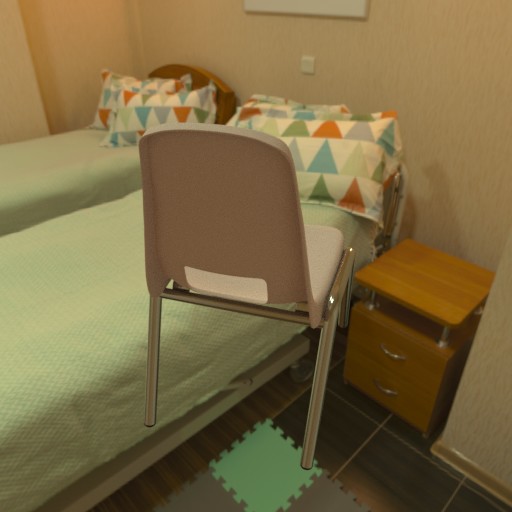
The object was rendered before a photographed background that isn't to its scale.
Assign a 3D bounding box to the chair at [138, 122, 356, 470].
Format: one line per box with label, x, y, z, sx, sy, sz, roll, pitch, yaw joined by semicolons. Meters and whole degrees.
chair;0.000;0.000;0.835;0.354;0.586;0.423;9;32;14
